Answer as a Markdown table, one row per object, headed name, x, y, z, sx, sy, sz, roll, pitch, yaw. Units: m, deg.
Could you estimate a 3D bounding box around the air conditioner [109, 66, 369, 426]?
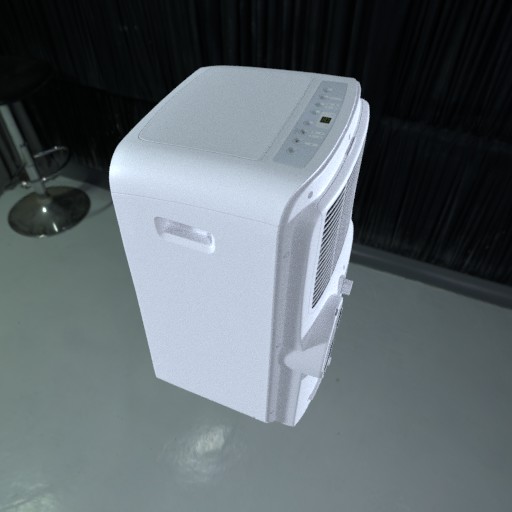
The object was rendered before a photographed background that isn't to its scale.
| name | x | y | z | sx | sy | sz | roll | pitch | yaw |
| --- | --- | --- | --- | --- | --- | --- | --- | --- | --- |
| air conditioner | 0.000 | 0.000 | 1.061 | 0.467 | 0.765 | 0.478 | 15 | 48 | 14 |
